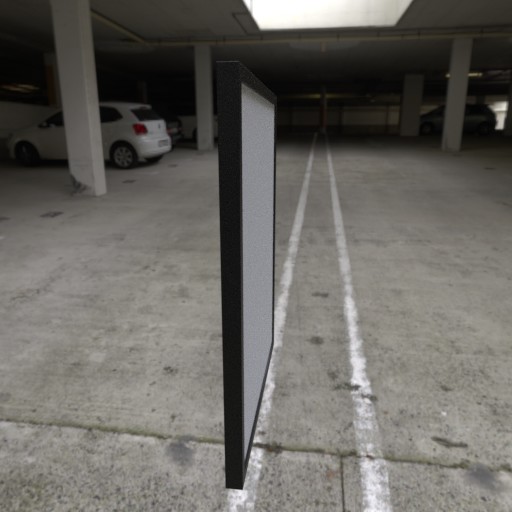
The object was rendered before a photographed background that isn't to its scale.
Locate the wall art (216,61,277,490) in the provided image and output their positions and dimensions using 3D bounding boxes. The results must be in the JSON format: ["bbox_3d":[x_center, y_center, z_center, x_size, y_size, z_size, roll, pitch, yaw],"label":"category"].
[{"bbox_3d":[0.000,0.000,0.547,0.018,0.397,0.325,2,15,7],"label":"wall art"}]
